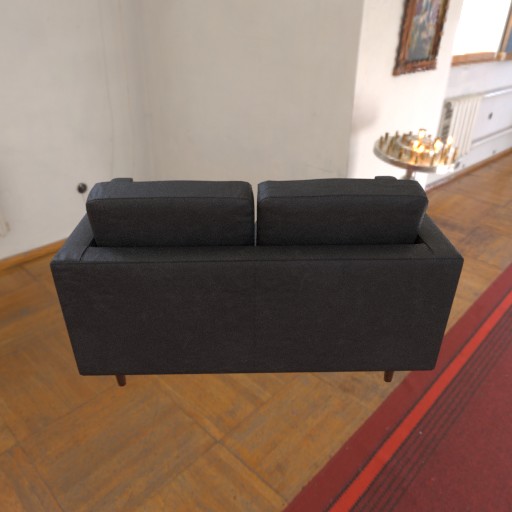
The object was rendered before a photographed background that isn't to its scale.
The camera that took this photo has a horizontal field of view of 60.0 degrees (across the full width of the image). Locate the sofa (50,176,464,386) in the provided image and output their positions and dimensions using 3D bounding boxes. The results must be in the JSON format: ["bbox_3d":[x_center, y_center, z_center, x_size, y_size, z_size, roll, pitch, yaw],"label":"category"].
[{"bbox_3d":[0.000,0.000,2.013,1.430,0.899,0.879,-1,30,-1],"label":"sofa"}]
